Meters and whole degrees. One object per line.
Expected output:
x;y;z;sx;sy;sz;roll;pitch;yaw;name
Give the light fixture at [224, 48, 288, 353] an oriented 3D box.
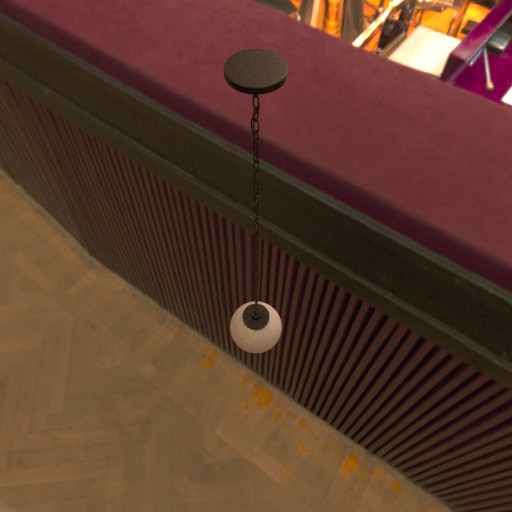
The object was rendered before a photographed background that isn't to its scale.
0.000;0.000;1.965;0.304;1.867;0.305;32;63;19;light fixture
